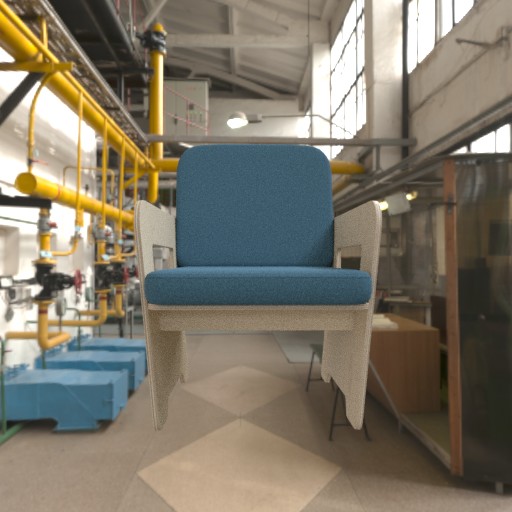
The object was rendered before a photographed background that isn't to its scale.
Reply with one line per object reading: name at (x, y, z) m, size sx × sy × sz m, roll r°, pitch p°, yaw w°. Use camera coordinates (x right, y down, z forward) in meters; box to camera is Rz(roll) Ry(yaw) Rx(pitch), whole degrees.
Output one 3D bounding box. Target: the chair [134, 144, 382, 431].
chair at (0.000, 0.000, 1.193) m, size 0.547 × 0.747 × 0.657 m, roll 0°, pitch 0°, yaw -1°
